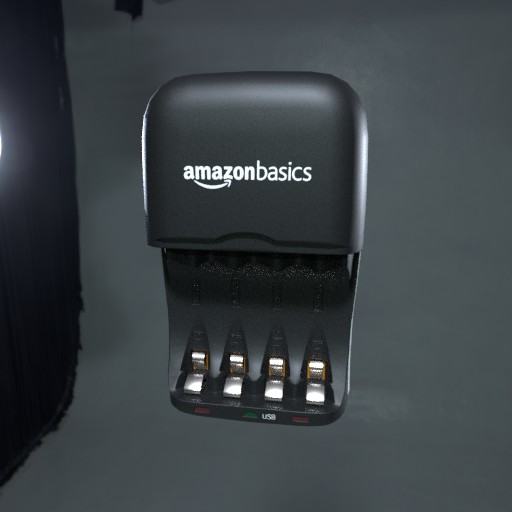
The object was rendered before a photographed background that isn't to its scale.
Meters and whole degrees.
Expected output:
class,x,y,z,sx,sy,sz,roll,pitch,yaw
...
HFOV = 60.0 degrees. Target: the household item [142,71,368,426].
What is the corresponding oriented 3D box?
class,x,y,z,sx,sy,sz,roll,pitch,yaw
household item,0.000,0.000,0.147,0.070,0.114,0.038,2,15,9
